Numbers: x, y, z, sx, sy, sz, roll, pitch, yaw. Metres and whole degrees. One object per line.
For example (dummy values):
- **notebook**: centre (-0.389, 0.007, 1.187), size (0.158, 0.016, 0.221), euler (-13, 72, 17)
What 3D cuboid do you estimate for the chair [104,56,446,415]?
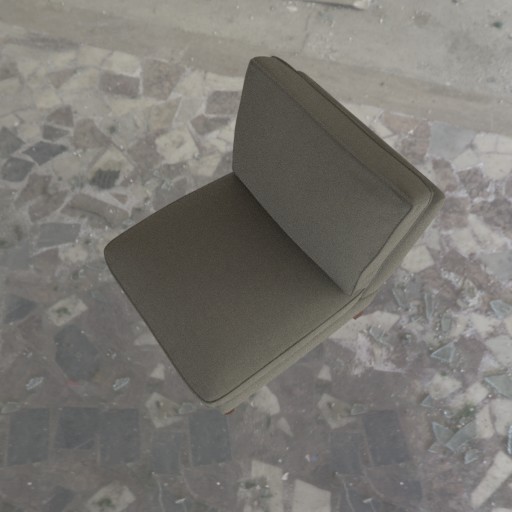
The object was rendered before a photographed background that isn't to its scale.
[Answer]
- **chair**: centre (0.000, 0.000, 1.638), size (0.924, 1.045, 0.724), euler (-34, 67, -16)
